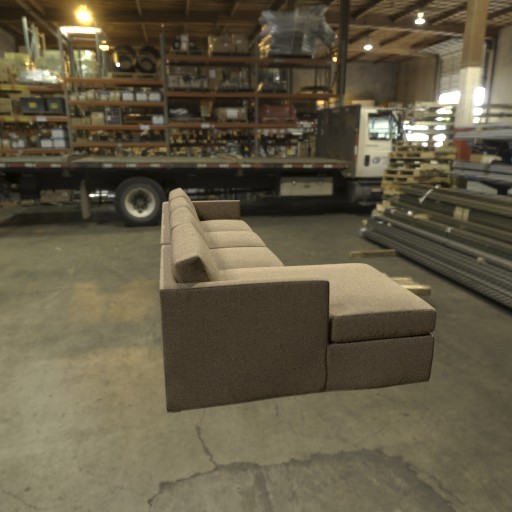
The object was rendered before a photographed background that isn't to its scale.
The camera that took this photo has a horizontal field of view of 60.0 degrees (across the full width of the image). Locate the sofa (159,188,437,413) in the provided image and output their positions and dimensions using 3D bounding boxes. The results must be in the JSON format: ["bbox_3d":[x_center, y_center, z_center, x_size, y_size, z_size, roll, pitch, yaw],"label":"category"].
[{"bbox_3d":[0.000,0.000,3.958,1.638,0.920,3.198,-3,15,-11],"label":"sofa"}]
